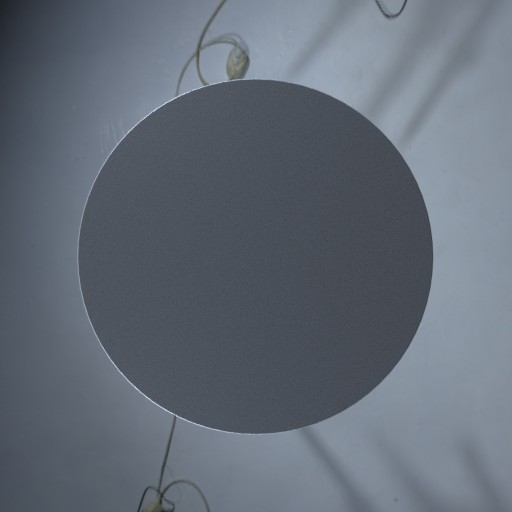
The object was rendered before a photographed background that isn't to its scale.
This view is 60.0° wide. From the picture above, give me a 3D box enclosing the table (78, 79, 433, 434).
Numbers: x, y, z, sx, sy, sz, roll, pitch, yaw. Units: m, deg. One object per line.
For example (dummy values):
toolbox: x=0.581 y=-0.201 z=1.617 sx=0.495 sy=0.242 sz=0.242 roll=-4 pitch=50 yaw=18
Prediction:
table: x=0.000 y=0.000 z=0.949 sx=0.600 sy=0.405 sz=0.600 roll=0 pitch=91 yaw=1
